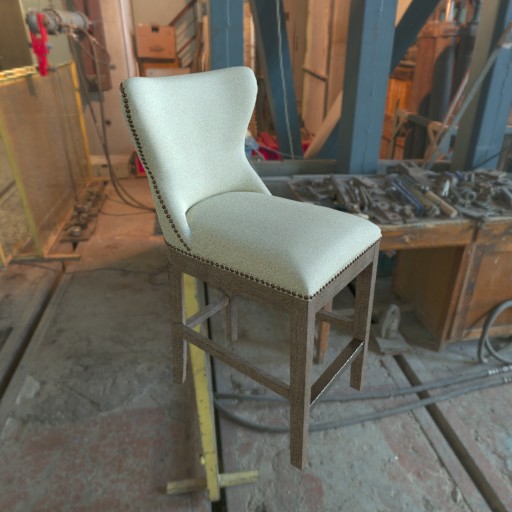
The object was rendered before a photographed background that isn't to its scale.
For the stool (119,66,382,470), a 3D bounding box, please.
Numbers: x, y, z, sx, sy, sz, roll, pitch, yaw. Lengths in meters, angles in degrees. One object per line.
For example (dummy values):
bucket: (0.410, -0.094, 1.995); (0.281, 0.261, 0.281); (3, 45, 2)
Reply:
stool: (0.000, 0.000, 1.297); (0.608, 0.981, 0.498); (19, 33, 32)
